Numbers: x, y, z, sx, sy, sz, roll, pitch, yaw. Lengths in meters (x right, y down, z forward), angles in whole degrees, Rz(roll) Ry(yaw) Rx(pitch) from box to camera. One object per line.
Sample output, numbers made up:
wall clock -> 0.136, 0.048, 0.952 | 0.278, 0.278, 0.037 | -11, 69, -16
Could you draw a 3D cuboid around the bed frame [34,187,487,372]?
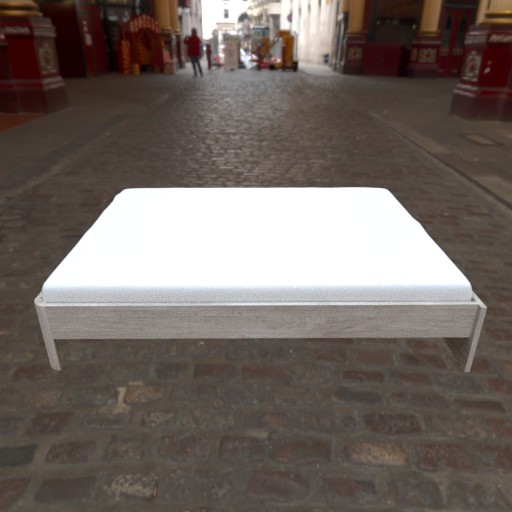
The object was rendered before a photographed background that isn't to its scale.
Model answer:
bed frame -> 0.000, 0.000, 2.595 | 1.950, 0.462, 1.490 | 0, 26, 0
